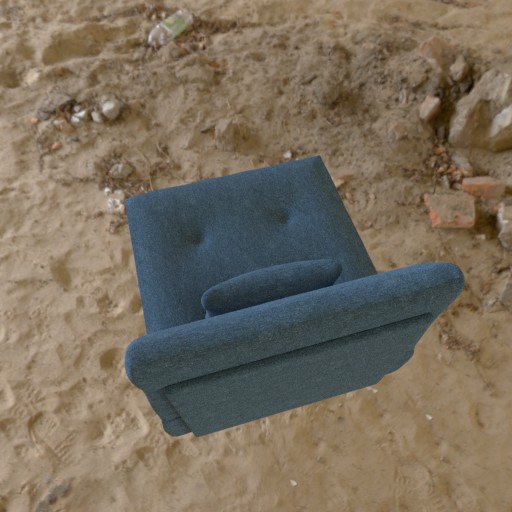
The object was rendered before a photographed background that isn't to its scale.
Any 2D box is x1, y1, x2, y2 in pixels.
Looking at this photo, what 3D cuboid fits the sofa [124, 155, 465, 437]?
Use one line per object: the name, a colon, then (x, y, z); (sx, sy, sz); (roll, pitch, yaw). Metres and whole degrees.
sofa: (0.000, 0.000, 1.661); (0.930, 0.820, 1.000); (-14, 60, -8)
